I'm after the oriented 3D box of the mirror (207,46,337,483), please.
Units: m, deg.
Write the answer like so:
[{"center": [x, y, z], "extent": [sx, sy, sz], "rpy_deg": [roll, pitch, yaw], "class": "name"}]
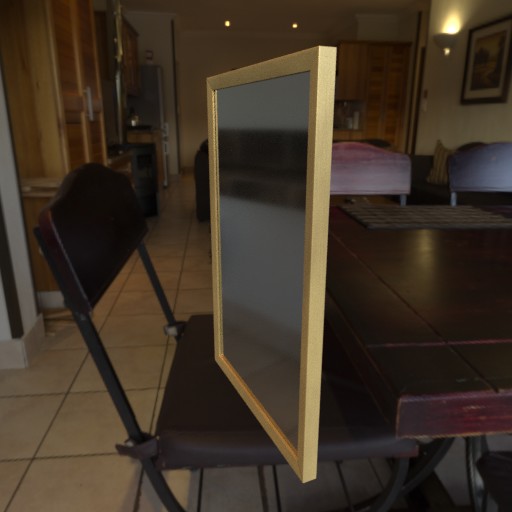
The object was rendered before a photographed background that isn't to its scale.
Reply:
[{"center": [0.000, 0.000, 1.157], "extent": [0.040, 0.915, 0.609], "rpy_deg": [-7, 18, -23], "class": "mirror"}]
